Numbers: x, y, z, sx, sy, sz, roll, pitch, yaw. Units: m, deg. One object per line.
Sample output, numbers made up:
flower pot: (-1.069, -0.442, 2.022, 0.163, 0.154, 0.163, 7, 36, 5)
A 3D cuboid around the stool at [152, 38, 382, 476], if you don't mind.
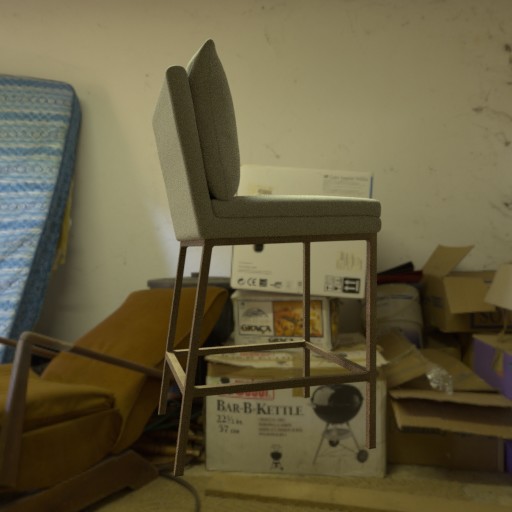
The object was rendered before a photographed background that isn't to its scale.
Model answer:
stool: (0.000, 0.000, 1.310, 0.572, 1.032, 0.463, 0, 1, -18)
